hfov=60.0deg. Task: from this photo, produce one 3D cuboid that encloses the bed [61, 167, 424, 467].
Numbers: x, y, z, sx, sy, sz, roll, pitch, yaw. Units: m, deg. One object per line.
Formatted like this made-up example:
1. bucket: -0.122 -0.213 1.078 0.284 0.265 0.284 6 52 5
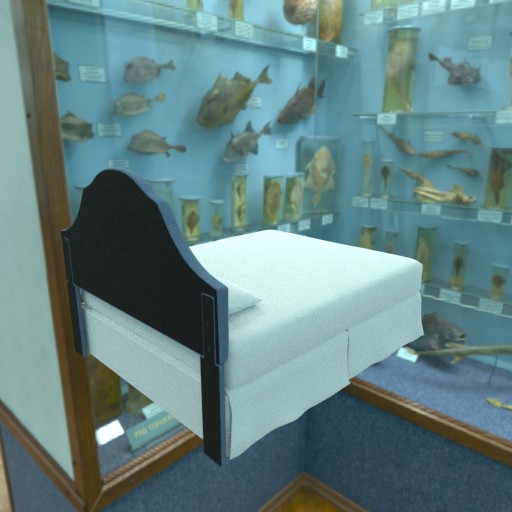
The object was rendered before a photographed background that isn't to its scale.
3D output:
1. bed: 0.000 0.000 3.790 2.477 1.617 2.039 -15 22 -43
